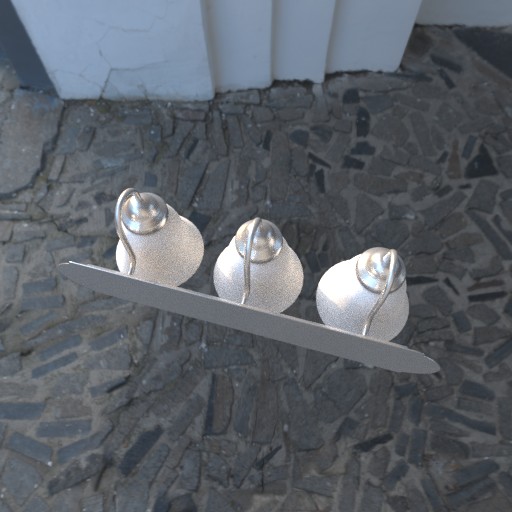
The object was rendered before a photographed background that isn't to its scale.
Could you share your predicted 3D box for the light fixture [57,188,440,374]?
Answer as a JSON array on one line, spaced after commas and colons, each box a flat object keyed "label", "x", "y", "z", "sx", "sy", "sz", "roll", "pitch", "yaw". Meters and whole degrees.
[{"label": "light fixture", "x": 0.000, "y": 0.000, "z": 0.707, "sx": 0.610, "sy": 0.222, "sz": 0.199, "roll": 14, "pitch": 64, "yaw": 7}]
